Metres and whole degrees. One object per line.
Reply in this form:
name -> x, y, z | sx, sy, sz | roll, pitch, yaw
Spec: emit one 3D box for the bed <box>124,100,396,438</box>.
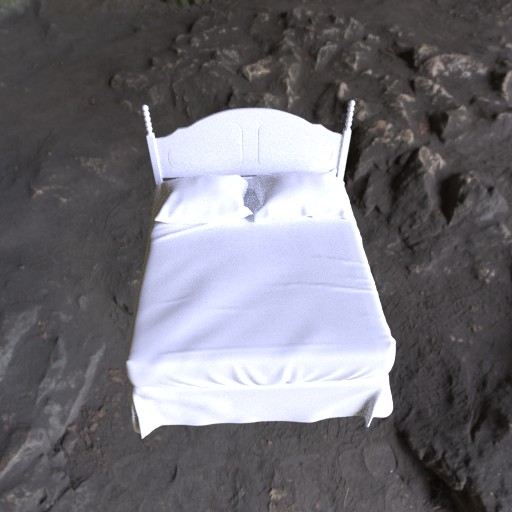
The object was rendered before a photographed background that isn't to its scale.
bed -> 0.000, 0.000, 3.208 | 1.873, 1.356, 2.040 | -2, 46, -2
